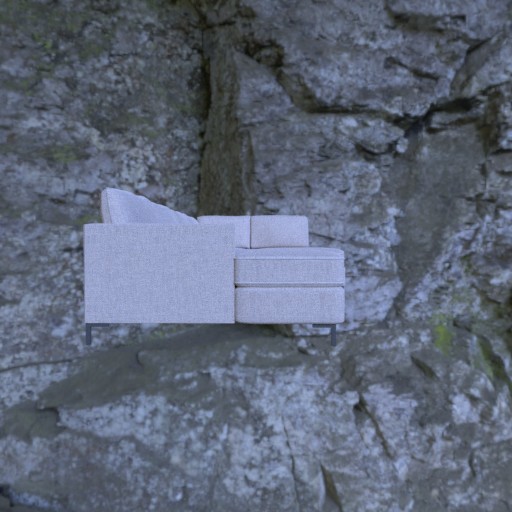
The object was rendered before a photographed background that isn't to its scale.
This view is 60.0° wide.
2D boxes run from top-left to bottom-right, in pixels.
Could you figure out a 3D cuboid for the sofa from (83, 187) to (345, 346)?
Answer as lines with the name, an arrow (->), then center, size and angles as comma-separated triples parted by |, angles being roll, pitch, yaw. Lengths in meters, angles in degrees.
sofa -> 0.000, 0.000, 4.304 | 2.021, 0.996, 3.423 | 0, 1, 1
